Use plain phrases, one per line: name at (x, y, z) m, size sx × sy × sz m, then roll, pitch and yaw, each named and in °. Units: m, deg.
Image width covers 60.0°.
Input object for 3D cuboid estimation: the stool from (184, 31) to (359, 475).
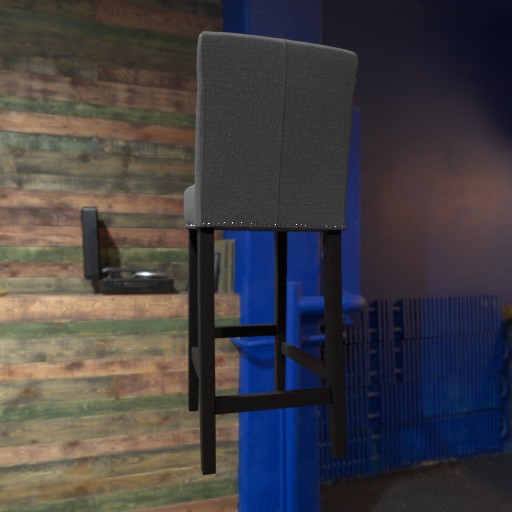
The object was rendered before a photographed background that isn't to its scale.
stool at (0.000, 0.000, 1.306) m, size 0.411 × 1.047 × 0.548 m, roll 0°, pitch -1°, yaw -15°
